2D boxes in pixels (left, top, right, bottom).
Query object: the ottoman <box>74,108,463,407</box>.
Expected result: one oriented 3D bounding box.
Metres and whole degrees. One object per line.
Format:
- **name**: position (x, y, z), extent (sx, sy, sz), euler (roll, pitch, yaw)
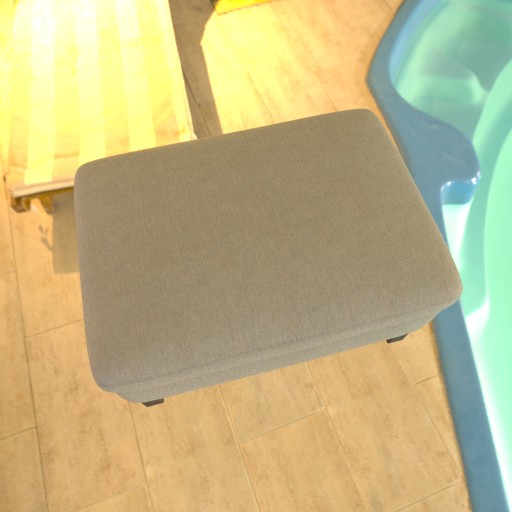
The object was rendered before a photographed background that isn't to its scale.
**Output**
- **ottoman**: position (0.000, 0.000, 1.040), extent (0.735, 0.404, 0.528), euler (-13, 63, -7)
